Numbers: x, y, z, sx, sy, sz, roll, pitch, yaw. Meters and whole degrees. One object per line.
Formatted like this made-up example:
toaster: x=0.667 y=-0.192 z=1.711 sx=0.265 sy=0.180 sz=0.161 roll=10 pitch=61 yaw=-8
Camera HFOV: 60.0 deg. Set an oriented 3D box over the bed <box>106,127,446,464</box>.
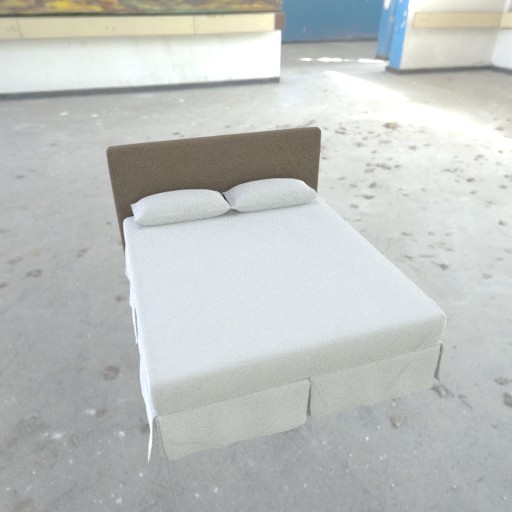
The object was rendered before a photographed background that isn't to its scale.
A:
bed: x=0.000 y=0.000 z=3.553 sx=2.119 sy=1.317 sz=2.341 roll=-10 pitch=33 yaw=-15
